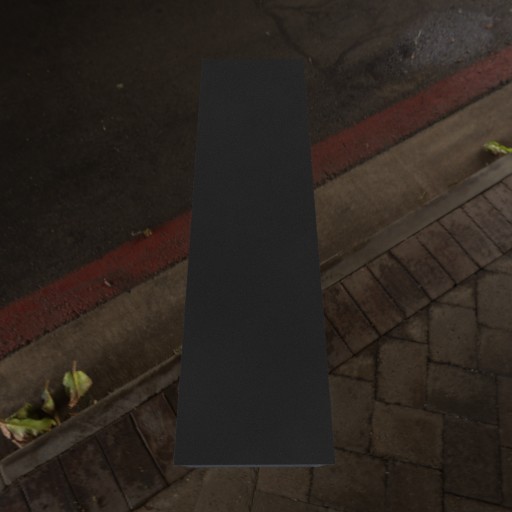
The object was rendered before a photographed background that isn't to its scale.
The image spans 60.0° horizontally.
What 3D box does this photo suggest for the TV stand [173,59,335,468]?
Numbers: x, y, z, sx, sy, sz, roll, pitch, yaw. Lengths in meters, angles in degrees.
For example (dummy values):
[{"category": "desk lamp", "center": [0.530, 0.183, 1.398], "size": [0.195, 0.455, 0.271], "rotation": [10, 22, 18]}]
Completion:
[{"category": "TV stand", "center": [0.000, 0.000, 1.621], "size": [0.400, 0.560, 1.400], "rotation": [0, 63, 0]}]
